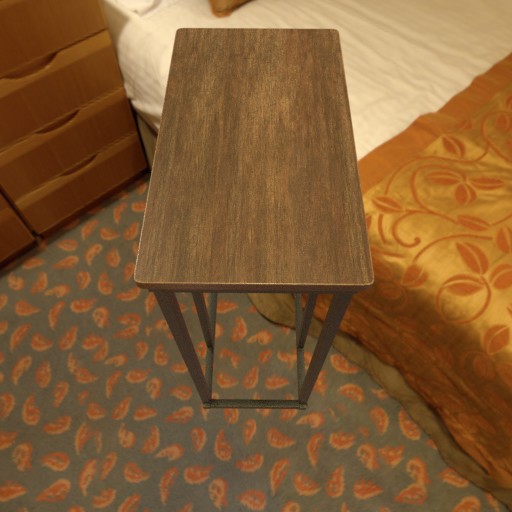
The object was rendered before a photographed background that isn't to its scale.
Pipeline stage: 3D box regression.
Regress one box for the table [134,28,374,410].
[{"bbox_3d":[0.000,0.000,0.852,0.254,0.637,0.450,1,59,0],"label":"table"}]
